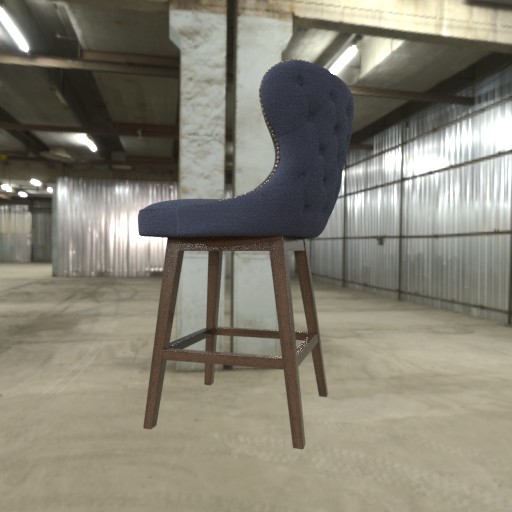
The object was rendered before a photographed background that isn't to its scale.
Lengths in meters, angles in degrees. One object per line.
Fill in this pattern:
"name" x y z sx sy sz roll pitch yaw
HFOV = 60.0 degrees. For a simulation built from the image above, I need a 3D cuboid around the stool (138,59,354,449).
"stool" 0.000 0.000 1.385 0.597 0.972 0.615 0 1 17
